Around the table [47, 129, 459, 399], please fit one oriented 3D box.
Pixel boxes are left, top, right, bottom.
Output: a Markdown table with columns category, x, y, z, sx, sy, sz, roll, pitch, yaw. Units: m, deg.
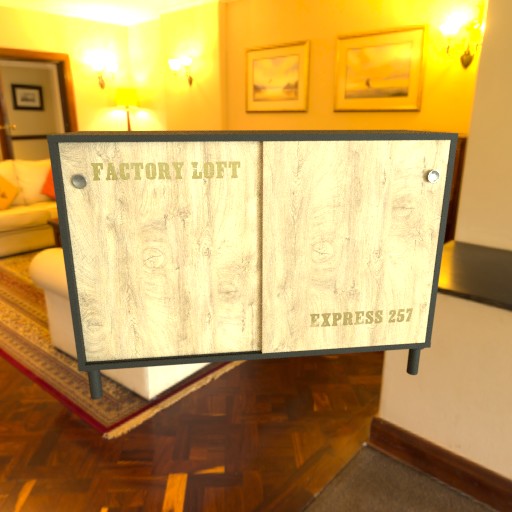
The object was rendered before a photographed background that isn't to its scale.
| category | x | y | z | sx | sy | sz | roll | pitch | yaw |
| --- | --- | --- | --- | --- | --- | --- | --- | --- | --- |
| table | 0.000 | 0.000 | 1.587 | 1.200 | 0.855 | 0.400 | -2 | 18 | -7 |
